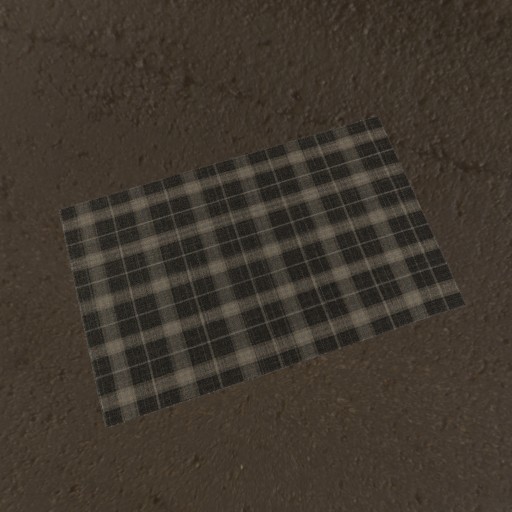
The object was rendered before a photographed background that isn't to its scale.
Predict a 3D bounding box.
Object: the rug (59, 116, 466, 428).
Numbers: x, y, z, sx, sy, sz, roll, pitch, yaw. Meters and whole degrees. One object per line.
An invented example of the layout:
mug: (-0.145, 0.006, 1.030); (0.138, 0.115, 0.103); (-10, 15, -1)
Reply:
rug: (0.000, 0.000, 3.020); (2.434, 0.015, 1.520); (-17, 74, -5)
